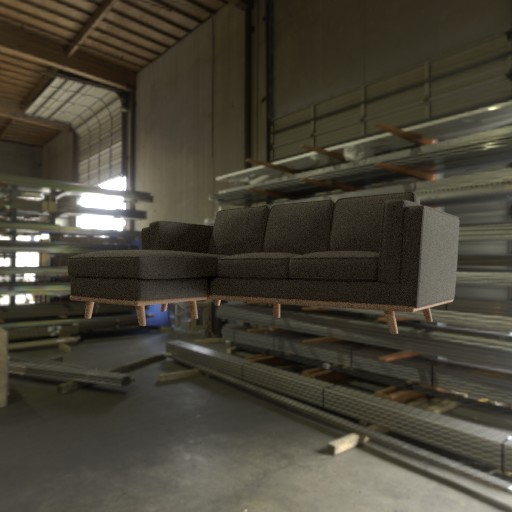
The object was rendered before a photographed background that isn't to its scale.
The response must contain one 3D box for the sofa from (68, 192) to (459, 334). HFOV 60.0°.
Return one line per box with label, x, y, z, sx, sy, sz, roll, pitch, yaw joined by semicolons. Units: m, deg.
sofa;0.000;0.000;3.191;2.411;0.929;1.604;-1;-1;37
